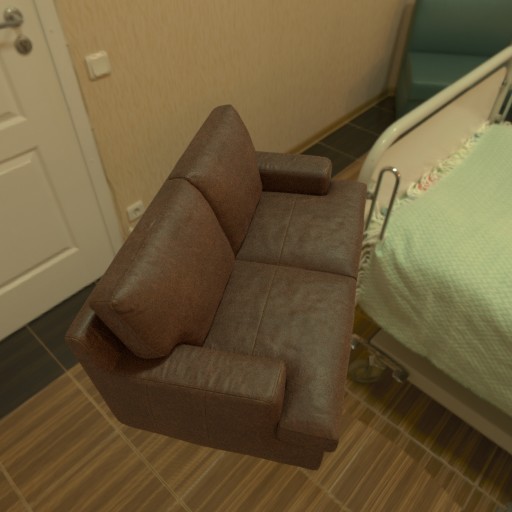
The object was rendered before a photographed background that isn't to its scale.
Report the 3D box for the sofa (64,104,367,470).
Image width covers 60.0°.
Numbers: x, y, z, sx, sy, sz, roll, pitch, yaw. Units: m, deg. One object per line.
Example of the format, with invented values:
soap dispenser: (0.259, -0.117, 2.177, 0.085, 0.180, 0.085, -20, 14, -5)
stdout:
sofa: (0.000, 0.000, 2.461, 1.143, 0.939, 1.880, 10, 46, 10)
